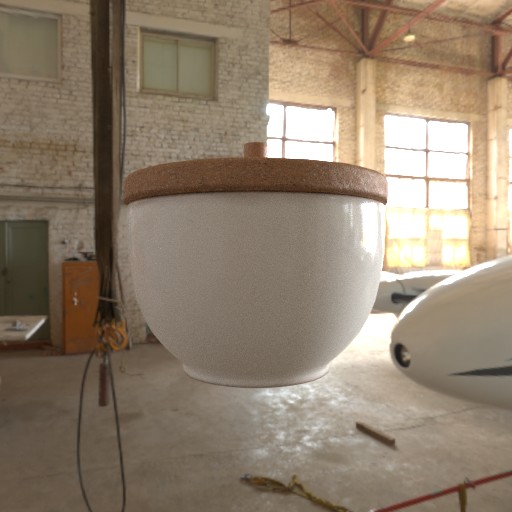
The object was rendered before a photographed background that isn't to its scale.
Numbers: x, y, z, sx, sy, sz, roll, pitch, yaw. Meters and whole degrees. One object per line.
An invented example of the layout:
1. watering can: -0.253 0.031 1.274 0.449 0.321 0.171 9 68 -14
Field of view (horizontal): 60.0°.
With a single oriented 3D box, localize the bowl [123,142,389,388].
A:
1. bowl: 0.000 0.000 0.220 0.126 0.110 0.126 0 1 0
